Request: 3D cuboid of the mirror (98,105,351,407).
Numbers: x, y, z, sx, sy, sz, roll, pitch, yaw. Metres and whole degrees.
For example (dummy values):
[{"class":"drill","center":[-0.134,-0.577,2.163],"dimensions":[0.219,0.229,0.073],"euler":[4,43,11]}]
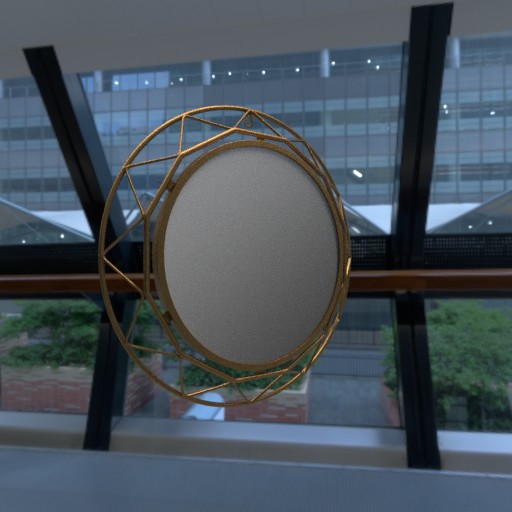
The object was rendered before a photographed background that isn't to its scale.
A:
[{"class":"mirror","center":[0.000,0.000,0.665],"dimensions":[0.454,0.454,0.043],"euler":[0,-1,-36]}]
